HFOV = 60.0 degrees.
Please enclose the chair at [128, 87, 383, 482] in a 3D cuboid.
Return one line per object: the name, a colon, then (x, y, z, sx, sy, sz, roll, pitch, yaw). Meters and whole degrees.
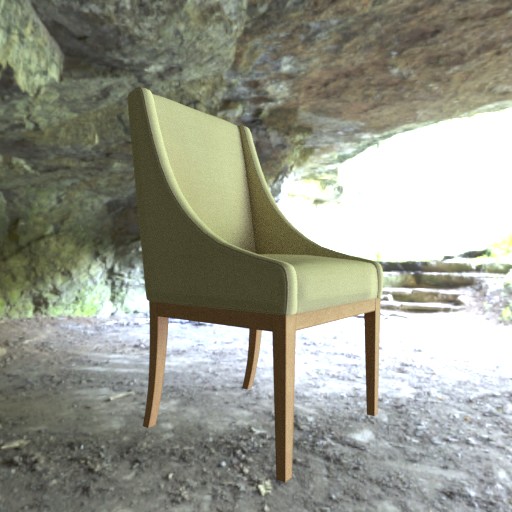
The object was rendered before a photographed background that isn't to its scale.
chair: (0.000, 0.000, 1.390, 0.611, 1.021, 0.575, 0, 0, 37)
